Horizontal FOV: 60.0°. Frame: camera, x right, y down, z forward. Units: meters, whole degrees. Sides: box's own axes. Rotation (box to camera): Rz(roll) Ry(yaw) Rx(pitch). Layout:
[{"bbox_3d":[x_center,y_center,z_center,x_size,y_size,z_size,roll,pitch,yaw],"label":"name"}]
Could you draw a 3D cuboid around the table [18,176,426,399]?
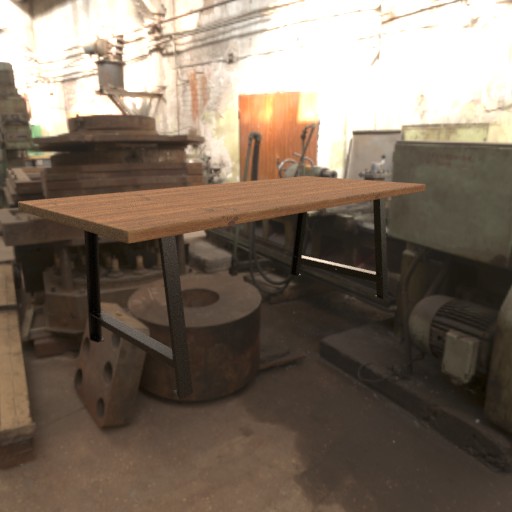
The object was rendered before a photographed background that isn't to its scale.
[{"bbox_3d":[0.000,0.000,2.609,1.000,0.757,2.200,14,20,43],"label":"table"}]
